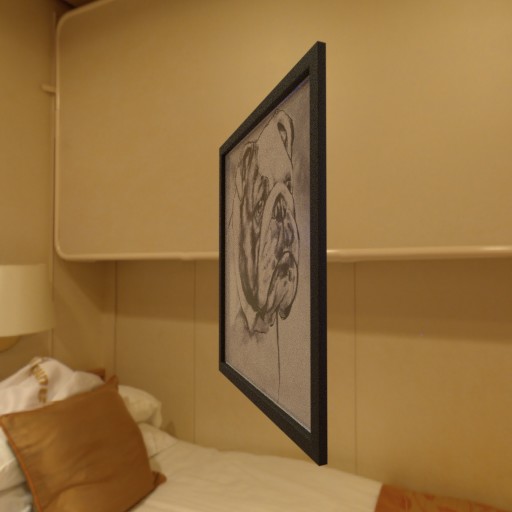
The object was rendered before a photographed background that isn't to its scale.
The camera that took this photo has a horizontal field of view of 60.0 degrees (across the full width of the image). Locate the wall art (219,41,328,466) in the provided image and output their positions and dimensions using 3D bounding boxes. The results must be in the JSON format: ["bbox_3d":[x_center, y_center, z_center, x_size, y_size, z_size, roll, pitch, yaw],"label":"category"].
[{"bbox_3d":[0.000,0.000,1.001,0.016,0.659,0.663,0,-1,-18],"label":"wall art"}]
